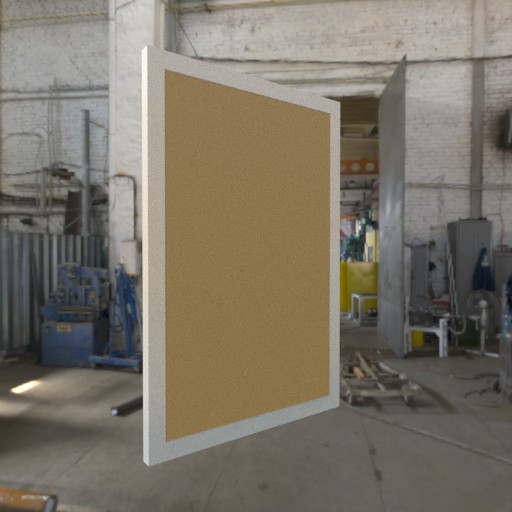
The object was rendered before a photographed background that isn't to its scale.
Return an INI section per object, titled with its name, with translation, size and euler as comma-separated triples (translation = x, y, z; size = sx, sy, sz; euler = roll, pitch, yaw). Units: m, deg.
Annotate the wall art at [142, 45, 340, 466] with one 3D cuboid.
[wall art]
translation = 0.000, 0.000, 1.448
size = 0.764, 1.143, 0.038
euler = -1, 1, -37
